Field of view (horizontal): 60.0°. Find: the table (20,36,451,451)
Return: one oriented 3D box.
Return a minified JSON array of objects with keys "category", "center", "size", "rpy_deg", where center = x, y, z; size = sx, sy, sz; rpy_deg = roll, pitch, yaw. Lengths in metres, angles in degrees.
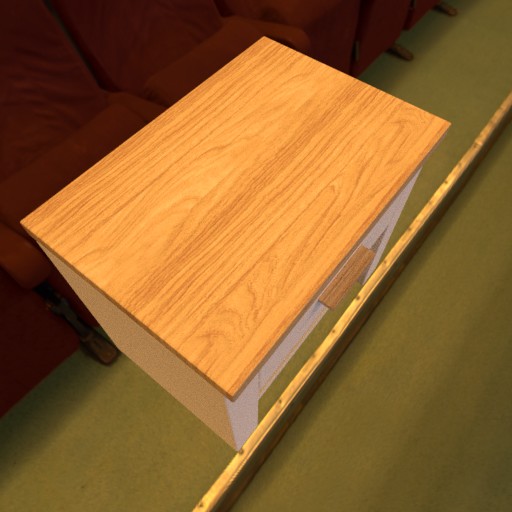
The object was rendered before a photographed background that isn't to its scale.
[{"category":"table","center":[0.000,0.000,0.785],"size":[0.360,0.440,0.500],"rpy_deg":[34,64,19]}]
